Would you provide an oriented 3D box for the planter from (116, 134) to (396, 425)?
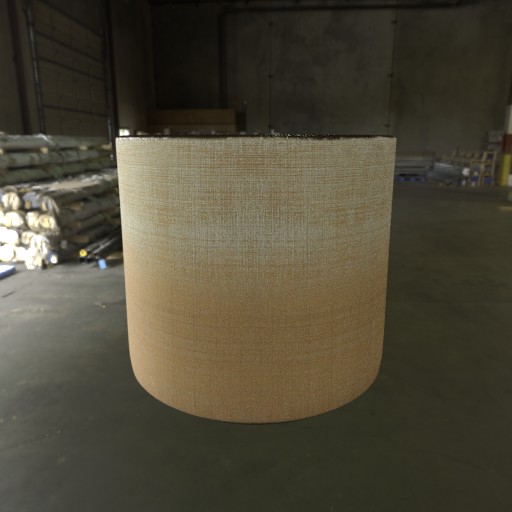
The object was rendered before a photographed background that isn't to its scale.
[{"bbox_3d":[0.000,0.000,0.383,0.221,0.201,0.221,0,15,0],"label":"planter"}]
